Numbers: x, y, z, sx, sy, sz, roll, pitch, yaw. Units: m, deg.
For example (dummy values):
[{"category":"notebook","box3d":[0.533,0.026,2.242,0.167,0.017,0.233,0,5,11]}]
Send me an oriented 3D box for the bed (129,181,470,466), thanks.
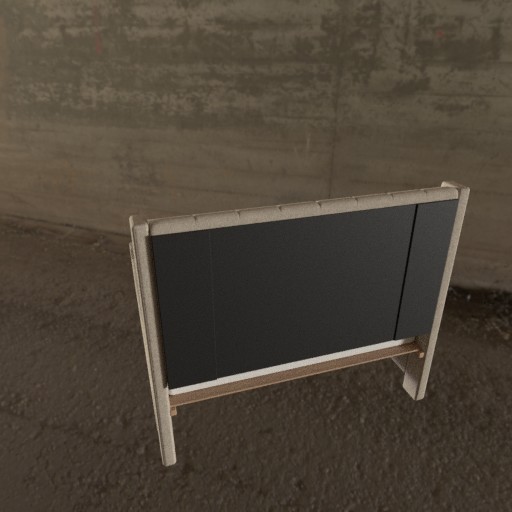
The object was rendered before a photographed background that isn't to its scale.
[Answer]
[{"category":"bed","box3d":[0.000,0.000,3.829,2.045,1.743,2.370,-8,28,-16]}]
